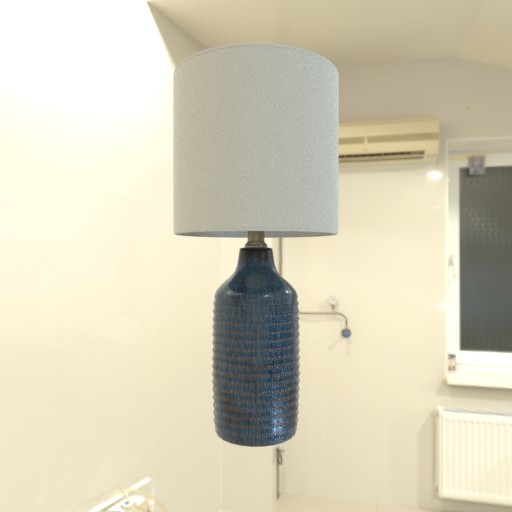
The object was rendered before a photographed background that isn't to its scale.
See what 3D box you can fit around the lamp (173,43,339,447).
[{"bbox_3d":[0.000,0.000,0.603,0.220,0.475,0.220,0,0,19],"label":"lamp"}]
